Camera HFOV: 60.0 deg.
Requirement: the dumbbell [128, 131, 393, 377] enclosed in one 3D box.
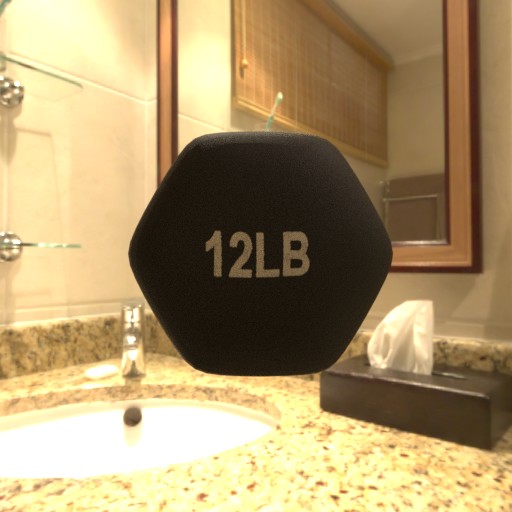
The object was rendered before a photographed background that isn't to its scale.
[{"bbox_3d":[0.000,0.000,0.281,0.112,0.101,0.231,0,-1,-1],"label":"dumbbell"}]
